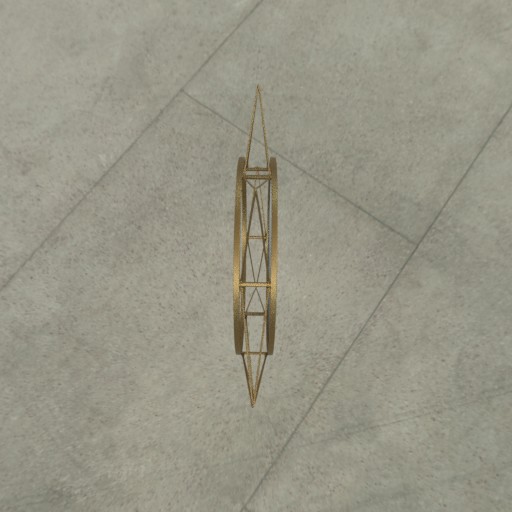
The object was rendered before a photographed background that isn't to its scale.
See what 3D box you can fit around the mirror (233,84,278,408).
[{"bbox_3d":[0.000,0.000,0.793,0.062,0.581,0.498,1,75,0],"label":"mirror"}]
